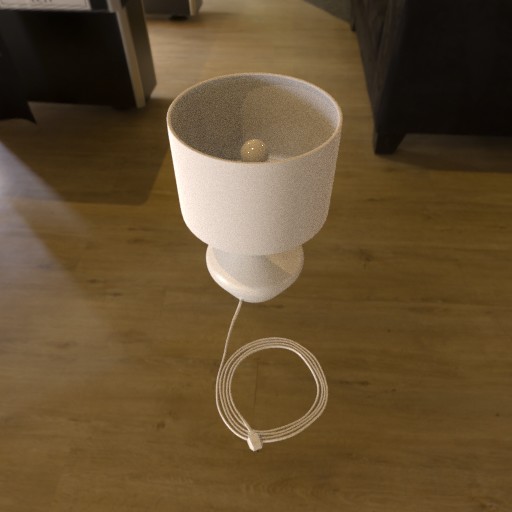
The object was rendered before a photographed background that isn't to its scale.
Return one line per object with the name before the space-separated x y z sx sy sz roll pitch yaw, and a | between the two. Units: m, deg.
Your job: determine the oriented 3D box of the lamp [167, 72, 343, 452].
lamp | 0.000 0.000 0.851 0.401 0.457 0.546 16 49 14
